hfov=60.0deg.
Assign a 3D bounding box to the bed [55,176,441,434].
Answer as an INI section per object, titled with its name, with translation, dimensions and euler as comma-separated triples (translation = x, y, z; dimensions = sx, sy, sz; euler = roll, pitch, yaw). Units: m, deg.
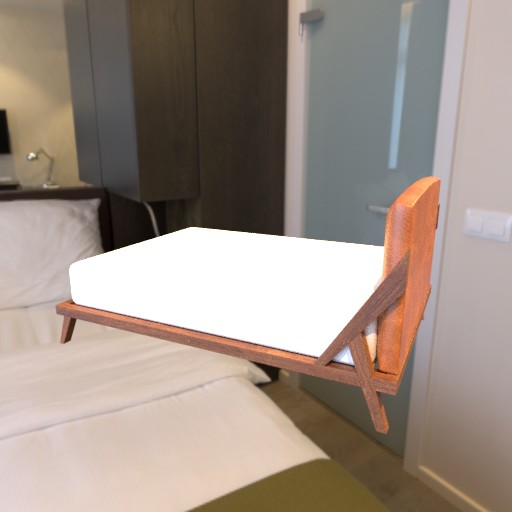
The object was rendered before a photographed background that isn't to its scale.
[bed]
translation = 0.000, 0.000, 3.242
dimensions = 2.311, 1.168, 1.651
euler = 7, 16, 25
